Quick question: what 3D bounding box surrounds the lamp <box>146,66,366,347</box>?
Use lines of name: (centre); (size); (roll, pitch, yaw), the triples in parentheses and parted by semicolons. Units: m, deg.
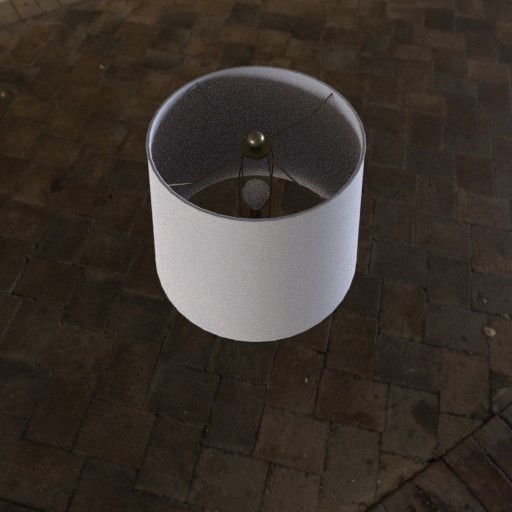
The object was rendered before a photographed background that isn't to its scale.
lamp: (0.000, 0.000, 0.551); (0.239, 0.399, 0.239); (0, 58, 0)
